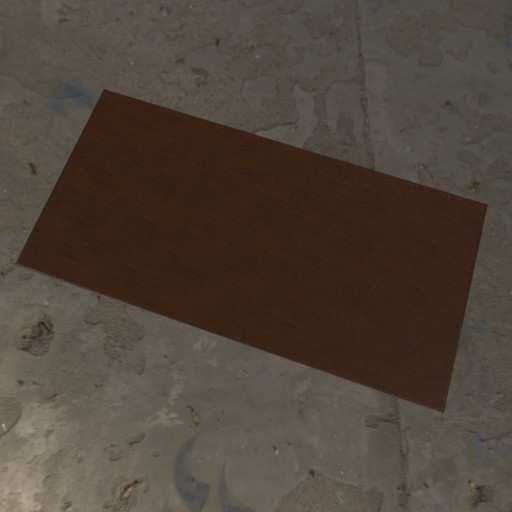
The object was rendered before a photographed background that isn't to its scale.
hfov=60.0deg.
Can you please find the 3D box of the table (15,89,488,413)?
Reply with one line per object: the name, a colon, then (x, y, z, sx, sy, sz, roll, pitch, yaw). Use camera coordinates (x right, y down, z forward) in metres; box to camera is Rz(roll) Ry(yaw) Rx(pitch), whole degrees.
table: (0.000, 0.000, 1.455, 1.197, 0.459, 0.594, 18, 75, 5)
